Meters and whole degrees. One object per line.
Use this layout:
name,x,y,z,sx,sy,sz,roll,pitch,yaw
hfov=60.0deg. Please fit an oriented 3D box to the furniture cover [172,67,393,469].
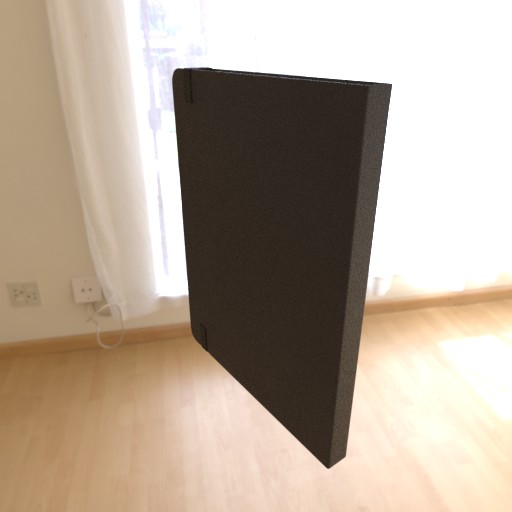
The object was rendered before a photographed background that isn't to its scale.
furniture cover,0.000,0.000,0.367,0.023,0.281,0.216,-18,31,-33
